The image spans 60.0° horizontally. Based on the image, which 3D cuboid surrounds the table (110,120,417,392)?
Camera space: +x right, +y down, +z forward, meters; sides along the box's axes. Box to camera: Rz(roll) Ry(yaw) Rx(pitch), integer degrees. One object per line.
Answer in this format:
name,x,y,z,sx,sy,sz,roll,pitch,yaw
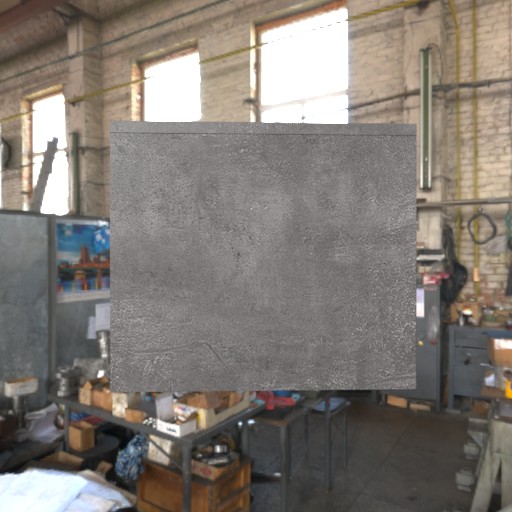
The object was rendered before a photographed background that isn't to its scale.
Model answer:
table,0.000,0.000,0.926,0.400,0.350,0.700,0,0,-2
